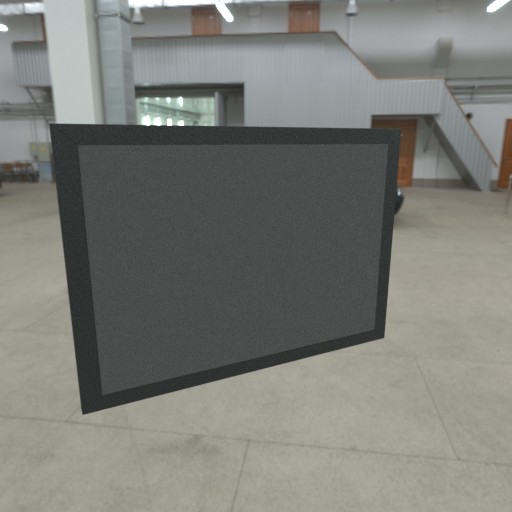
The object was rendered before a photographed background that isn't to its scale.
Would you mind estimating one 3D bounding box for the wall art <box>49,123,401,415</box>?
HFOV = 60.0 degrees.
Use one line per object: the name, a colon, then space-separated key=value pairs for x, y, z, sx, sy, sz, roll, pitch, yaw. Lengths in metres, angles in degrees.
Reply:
wall art: x=0.000 y=0.000 z=0.547 sx=0.432 sy=0.306 sz=0.016 roll=-7 pitch=16 yaw=-26
